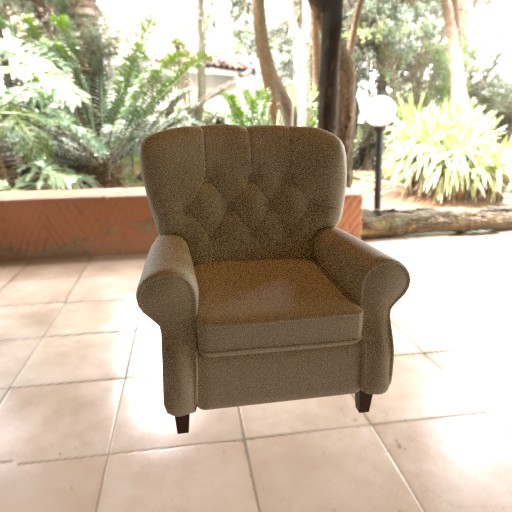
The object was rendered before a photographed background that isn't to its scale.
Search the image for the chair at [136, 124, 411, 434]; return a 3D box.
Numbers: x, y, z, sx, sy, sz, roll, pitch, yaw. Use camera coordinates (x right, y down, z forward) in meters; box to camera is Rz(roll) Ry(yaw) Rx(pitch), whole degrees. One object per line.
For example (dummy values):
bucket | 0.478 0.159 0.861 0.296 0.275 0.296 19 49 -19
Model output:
chair | 0.000 0.000 2.061 1.035 1.169 1.132 -3 17 -10
